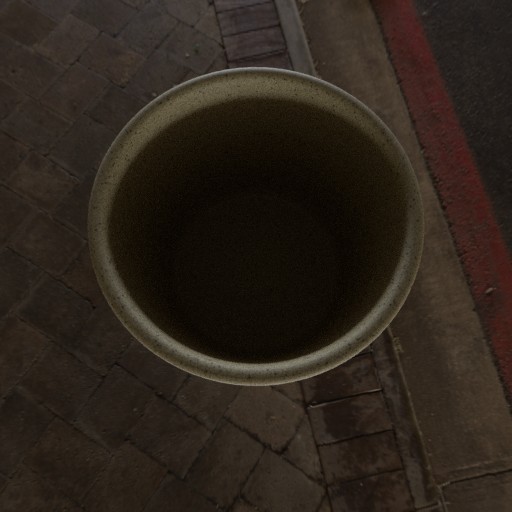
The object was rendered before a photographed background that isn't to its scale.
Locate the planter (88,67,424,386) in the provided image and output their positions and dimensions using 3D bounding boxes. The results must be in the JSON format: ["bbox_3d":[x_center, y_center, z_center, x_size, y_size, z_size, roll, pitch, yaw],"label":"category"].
[{"bbox_3d":[0.000,0.000,0.346,0.191,0.199,0.191,0,75,0],"label":"planter"}]
